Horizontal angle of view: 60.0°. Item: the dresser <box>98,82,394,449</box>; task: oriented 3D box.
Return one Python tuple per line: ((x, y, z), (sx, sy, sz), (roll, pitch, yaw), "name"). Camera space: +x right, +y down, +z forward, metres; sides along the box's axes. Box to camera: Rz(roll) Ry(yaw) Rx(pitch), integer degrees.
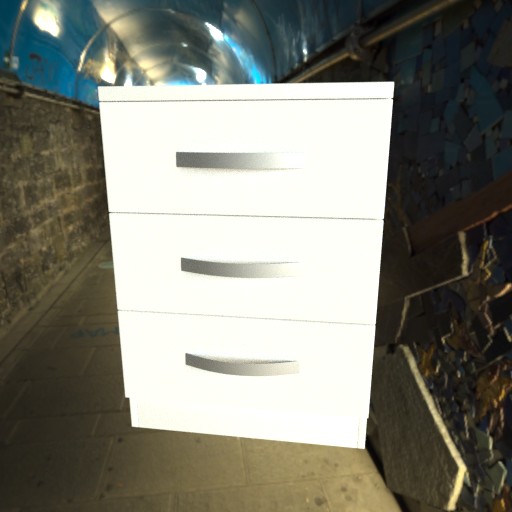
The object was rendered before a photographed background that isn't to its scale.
((0.000, 0.000, 0.815), (0.400, 0.560, 0.360), (2, 16, 8), "dresser")
